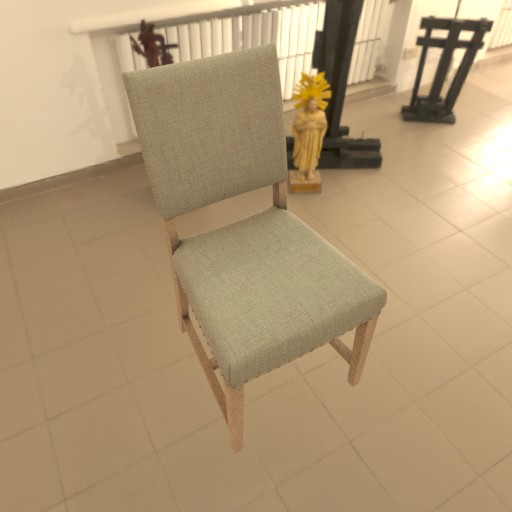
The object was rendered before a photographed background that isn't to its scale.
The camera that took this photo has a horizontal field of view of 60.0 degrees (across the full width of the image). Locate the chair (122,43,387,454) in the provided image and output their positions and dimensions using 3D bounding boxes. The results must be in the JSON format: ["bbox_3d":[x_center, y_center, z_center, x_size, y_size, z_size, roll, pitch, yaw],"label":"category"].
[{"bbox_3d":[0.000,0.000,1.325,0.508,0.986,0.622,-22,48,-21],"label":"chair"}]
